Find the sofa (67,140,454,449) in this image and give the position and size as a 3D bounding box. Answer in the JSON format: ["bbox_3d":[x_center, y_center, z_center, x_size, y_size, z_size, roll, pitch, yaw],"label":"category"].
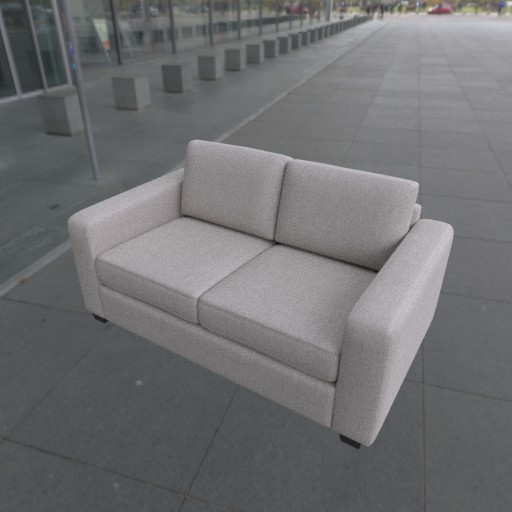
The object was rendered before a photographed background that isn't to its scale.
[{"bbox_3d":[0.000,0.000,2.072,1.540,0.800,0.900,18,34,28],"label":"sofa"}]
